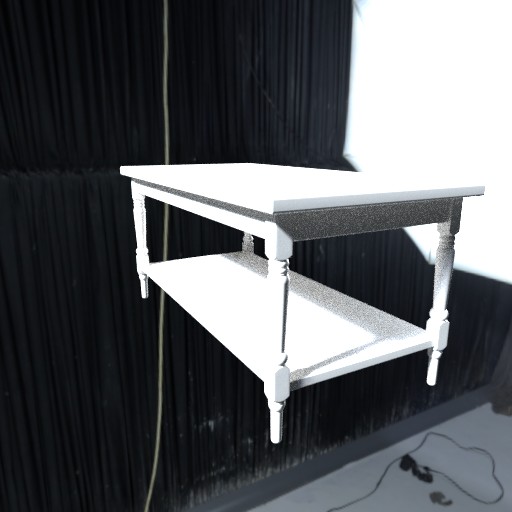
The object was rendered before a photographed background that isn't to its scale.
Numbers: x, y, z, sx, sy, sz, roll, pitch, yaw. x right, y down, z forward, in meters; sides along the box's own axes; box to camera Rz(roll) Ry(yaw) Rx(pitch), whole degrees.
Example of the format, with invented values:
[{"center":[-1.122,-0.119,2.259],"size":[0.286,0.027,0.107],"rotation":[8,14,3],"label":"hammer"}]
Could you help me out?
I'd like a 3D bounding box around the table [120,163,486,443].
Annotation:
[{"center":[0.000,0.000,1.379],"size":[0.550,0.510,1.107],"rotation":[-8,16,-28],"label":"table"}]
